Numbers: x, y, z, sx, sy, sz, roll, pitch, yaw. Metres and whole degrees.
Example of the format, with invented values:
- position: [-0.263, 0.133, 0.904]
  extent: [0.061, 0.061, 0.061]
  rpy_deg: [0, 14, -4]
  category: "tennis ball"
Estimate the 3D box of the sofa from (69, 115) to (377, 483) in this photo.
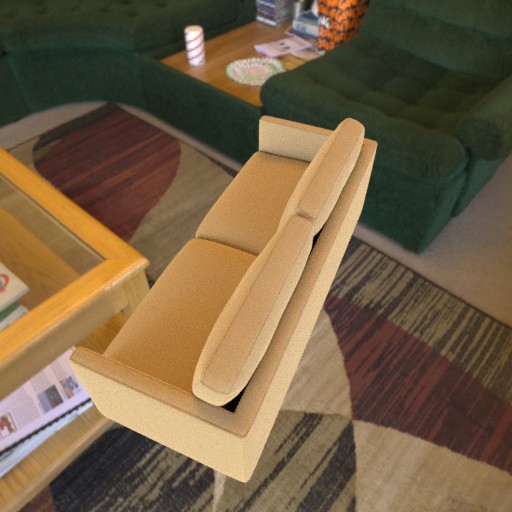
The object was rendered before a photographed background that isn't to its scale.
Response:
- position: [0.000, 0.000, 2.849]
  extent: [0.951, 0.968, 2.361]
  rpy_deg: [18, 51, 16]
  category: "sofa"
